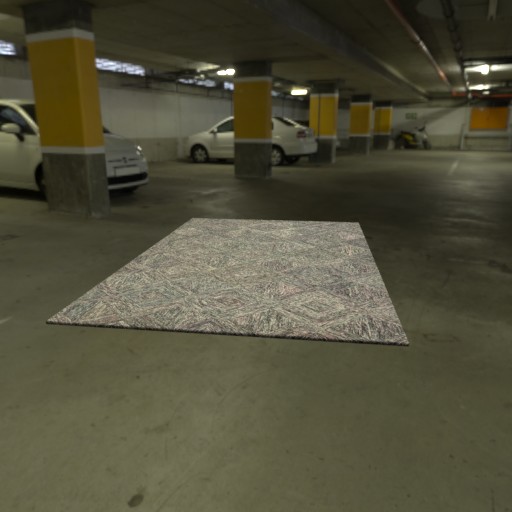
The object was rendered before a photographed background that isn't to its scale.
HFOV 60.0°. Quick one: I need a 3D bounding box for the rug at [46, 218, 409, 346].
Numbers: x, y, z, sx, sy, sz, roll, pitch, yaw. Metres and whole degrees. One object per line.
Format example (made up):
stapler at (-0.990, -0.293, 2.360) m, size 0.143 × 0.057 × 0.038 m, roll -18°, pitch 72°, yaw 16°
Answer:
rug at (0.000, 0.000, 2.888) m, size 1.501 × 0.017 × 2.298 m, roll 2°, pitch 16°, yaw 8°
